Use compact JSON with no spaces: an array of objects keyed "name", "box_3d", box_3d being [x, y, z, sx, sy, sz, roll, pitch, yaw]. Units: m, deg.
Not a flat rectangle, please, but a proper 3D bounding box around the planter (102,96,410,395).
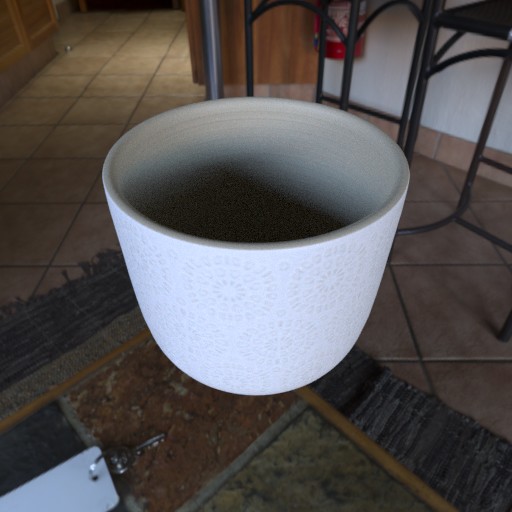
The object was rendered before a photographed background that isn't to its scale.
[{"name":"planter","box_3d":[0.000,0.000,0.371,0.208,0.190,0.208,0,41,0]}]
